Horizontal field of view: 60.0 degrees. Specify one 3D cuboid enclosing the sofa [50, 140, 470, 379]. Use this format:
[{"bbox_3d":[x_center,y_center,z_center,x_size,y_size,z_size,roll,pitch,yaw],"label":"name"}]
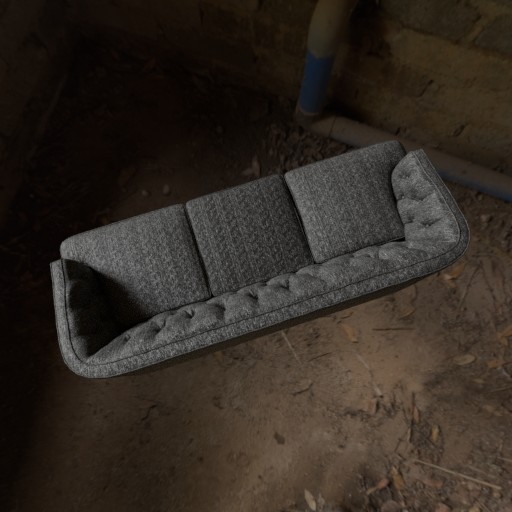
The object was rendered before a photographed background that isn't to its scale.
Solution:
[{"bbox_3d":[0.000,0.000,2.746,2.278,0.855,0.941,-18,77,-4],"label":"sofa"}]
